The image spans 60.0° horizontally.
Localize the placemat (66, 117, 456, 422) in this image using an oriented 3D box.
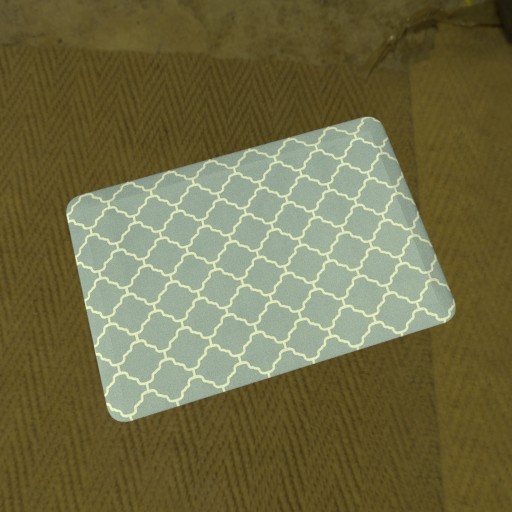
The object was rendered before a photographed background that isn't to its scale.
[{"bbox_3d":[0.000,0.000,0.970,0.762,0.021,0.508,-16,77,-4],"label":"placemat"}]
